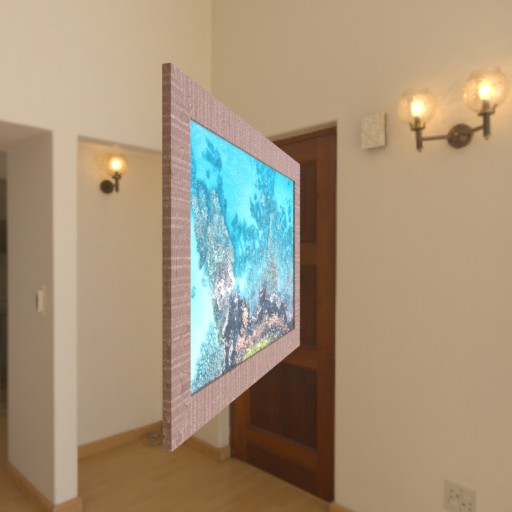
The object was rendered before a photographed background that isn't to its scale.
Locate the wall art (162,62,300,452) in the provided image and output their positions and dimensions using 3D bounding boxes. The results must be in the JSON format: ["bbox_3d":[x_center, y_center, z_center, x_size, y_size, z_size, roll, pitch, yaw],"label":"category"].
[{"bbox_3d":[0.000,0.000,1.364,0.020,0.761,1.056,0,0,19],"label":"wall art"}]
